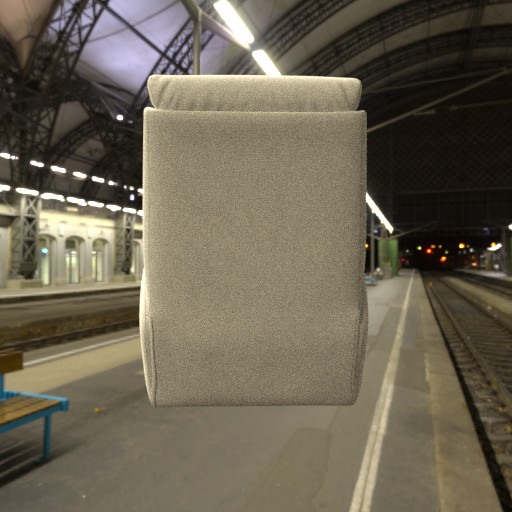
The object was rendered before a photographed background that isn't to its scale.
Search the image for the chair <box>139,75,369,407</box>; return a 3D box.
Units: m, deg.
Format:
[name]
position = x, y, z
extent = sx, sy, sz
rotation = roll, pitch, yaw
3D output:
[chair]
position = 0.000, 0.000, 1.652
extent = 0.812, 1.015, 0.941
rotation = 0, -1, -1
